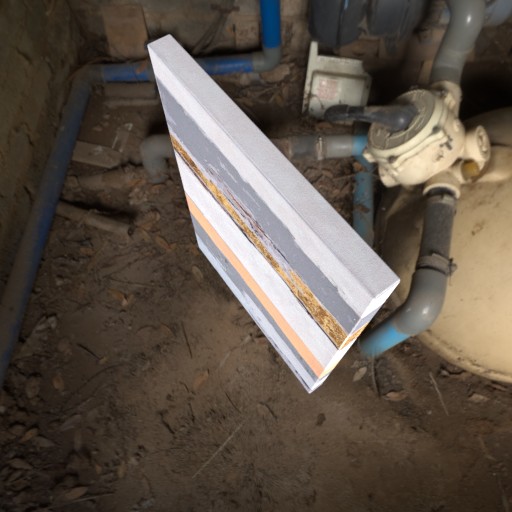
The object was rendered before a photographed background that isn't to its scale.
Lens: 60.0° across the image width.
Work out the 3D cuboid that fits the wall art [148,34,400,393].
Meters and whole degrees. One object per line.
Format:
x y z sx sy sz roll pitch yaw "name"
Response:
0.000 0.000 0.802 0.038 0.609 0.456 -33 69 -15 "wall art"
